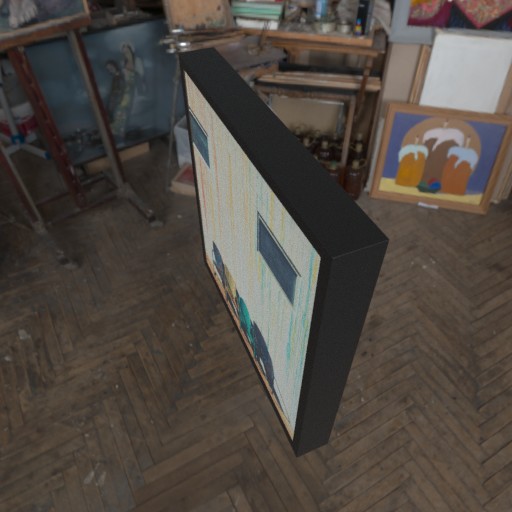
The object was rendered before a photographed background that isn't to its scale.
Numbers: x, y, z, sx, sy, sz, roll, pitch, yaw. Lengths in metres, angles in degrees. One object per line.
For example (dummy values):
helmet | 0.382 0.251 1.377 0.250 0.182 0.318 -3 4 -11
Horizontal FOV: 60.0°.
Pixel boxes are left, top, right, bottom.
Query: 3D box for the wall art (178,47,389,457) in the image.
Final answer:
wall art | 0.000 0.000 0.455 0.038 0.304 0.304 -17 49 -16
